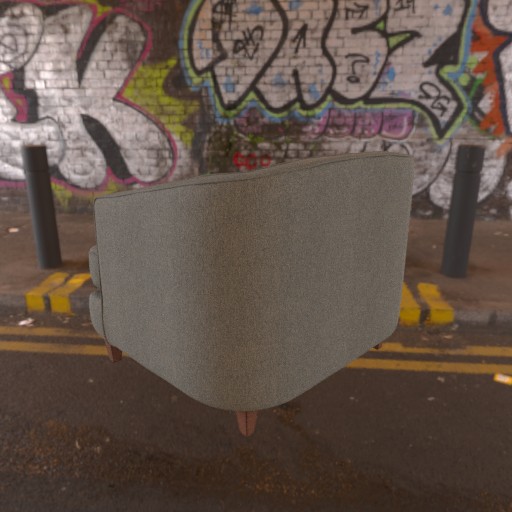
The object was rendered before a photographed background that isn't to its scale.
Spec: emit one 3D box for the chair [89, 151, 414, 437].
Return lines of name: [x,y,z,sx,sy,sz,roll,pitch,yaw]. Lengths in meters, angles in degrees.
chair: [0.000,0.000,1.787,1.094,0.852,0.945,-17,24,-42]
